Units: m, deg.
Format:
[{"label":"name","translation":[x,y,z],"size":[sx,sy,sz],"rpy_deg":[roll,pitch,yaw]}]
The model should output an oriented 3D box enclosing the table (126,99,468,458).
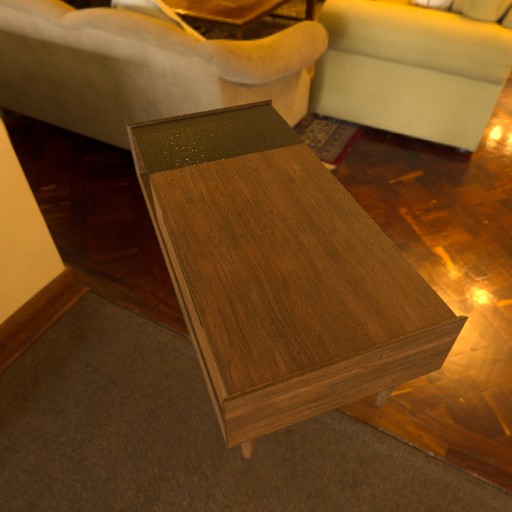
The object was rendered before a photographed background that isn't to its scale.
[{"label":"table","translation":[0.000,0.000,1.553],"size":[0.610,0.508,1.221],"rpy_deg":[-15,46,-15]}]
